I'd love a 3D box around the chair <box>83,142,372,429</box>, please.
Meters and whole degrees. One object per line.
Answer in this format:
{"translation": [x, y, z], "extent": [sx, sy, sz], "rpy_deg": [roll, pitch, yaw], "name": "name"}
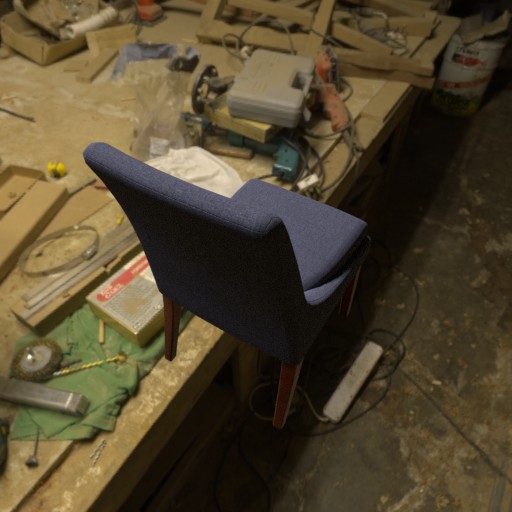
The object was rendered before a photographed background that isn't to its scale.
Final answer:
{"translation": [0.000, 0.000, 1.323], "extent": [0.508, 0.952, 0.655], "rpy_deg": [25, 52, 21], "name": "chair"}
